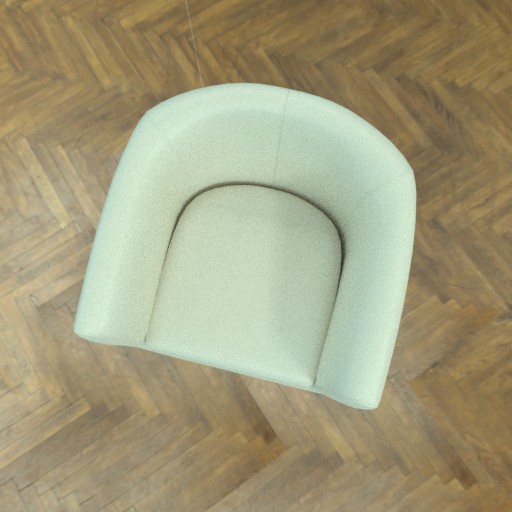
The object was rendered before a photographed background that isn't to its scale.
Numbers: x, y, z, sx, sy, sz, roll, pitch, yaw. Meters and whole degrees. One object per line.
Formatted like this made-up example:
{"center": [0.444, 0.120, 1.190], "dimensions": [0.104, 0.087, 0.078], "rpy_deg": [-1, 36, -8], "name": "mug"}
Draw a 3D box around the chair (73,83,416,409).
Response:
{"center": [0.000, 0.000, 1.387], "dimensions": [0.792, 0.756, 0.727], "rpy_deg": [13, 77, 3], "name": "chair"}
